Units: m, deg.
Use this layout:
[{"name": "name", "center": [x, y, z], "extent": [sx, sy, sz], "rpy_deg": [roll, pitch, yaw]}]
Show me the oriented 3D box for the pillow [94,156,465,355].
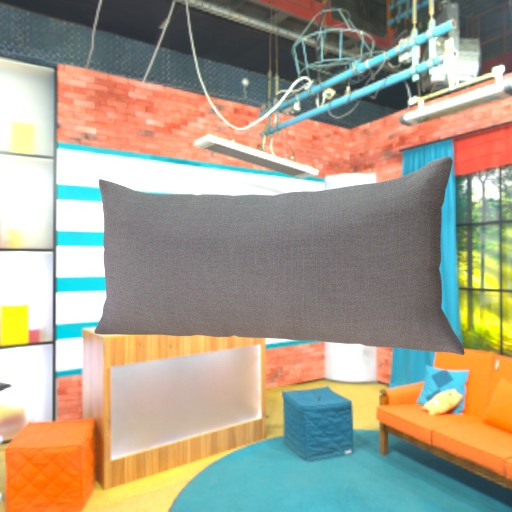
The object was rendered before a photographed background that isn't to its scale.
[{"name": "pillow", "center": [0.000, 0.000, 0.735], "extent": [0.631, 0.290, 0.148], "rpy_deg": [0, -1, 18]}]
